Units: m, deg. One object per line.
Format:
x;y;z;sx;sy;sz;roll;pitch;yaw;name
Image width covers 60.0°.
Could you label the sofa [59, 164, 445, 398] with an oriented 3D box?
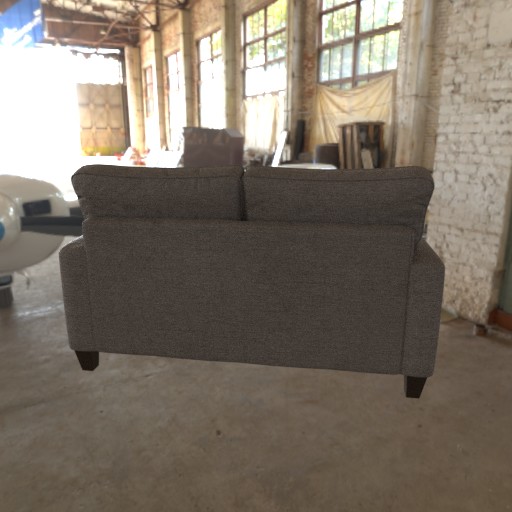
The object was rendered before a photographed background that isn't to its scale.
0.000;0.000;2.289;1.651;0.965;0.965;2;15;9;sofa
